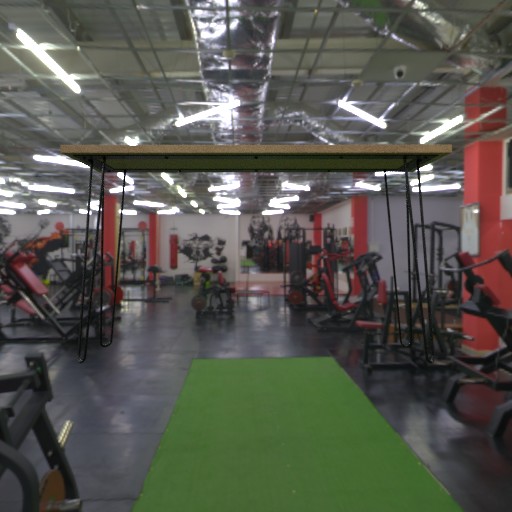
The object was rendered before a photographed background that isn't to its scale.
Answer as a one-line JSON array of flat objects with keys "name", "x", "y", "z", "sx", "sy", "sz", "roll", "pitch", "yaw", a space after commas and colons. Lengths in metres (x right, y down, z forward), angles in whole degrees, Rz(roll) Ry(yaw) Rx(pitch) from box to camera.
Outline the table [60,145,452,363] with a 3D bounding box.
[{"name": "table", "x": 0.000, "y": 0.000, "z": 1.786, "sx": 1.400, "sy": 0.799, "sz": 0.399, "roll": 0, "pitch": 1, "yaw": 0}]
